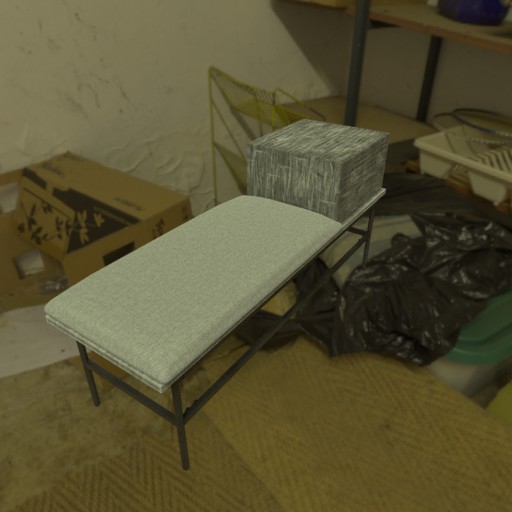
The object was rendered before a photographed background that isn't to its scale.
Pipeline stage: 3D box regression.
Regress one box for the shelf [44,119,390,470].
[{"bbox_3d":[0.000,0.000,1.581,0.457,0.633,1.342,20,37,29],"label":"shelf"}]
